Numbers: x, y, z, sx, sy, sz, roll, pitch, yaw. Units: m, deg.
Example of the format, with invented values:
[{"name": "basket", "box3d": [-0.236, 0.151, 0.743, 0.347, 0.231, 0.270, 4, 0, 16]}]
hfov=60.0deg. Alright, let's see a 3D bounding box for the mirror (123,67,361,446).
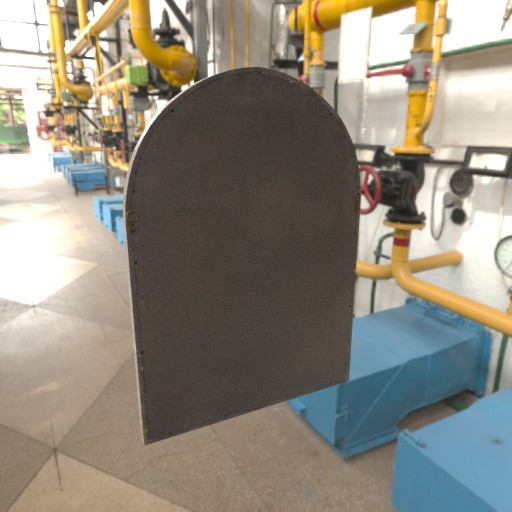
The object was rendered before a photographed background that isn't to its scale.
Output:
[{"name": "mirror", "box3d": [0.000, 0.000, 1.167, 0.660, 0.920, 0.032, -8, 18, -26]}]
